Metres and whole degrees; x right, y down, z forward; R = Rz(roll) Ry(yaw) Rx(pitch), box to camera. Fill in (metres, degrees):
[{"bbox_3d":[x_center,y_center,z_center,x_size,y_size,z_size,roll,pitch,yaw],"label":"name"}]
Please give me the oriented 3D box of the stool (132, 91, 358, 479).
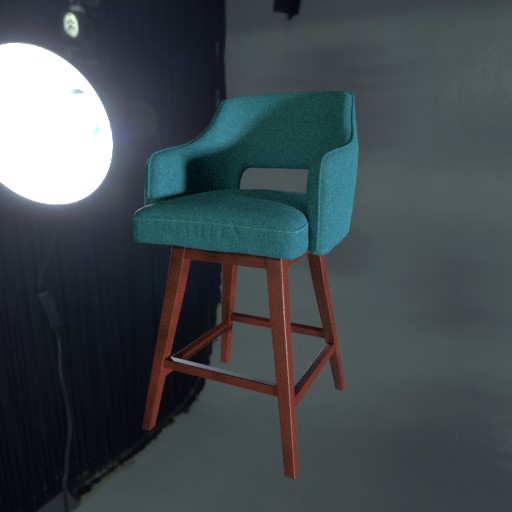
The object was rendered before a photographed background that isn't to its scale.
[{"bbox_3d":[0.000,0.000,1.306,0.548,0.961,0.556,7,15,25],"label":"stool"}]
